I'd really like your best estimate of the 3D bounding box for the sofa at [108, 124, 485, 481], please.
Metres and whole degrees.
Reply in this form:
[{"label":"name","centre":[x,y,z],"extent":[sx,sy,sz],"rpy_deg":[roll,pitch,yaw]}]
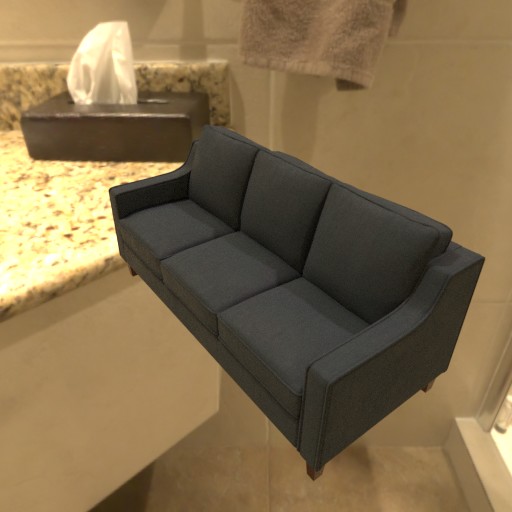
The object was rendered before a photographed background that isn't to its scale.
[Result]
[{"label":"sofa","centre":[0.000,0.000,2.455],"extent":[0.911,0.974,1.986],"rpy_deg":[-22,39,-30]}]
